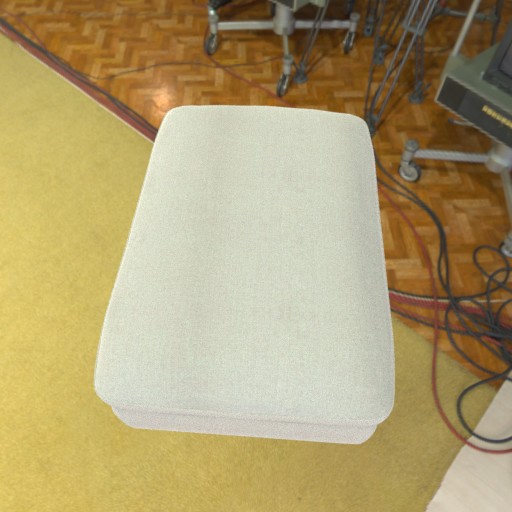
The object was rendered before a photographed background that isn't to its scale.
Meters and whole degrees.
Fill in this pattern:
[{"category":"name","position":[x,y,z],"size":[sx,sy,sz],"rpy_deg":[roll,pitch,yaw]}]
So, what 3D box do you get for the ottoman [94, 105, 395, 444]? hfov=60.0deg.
[{"category":"ottoman","position":[0.000,0.000,1.328],"size":[0.686,0.453,0.984],"rpy_deg":[3,57,2]}]
